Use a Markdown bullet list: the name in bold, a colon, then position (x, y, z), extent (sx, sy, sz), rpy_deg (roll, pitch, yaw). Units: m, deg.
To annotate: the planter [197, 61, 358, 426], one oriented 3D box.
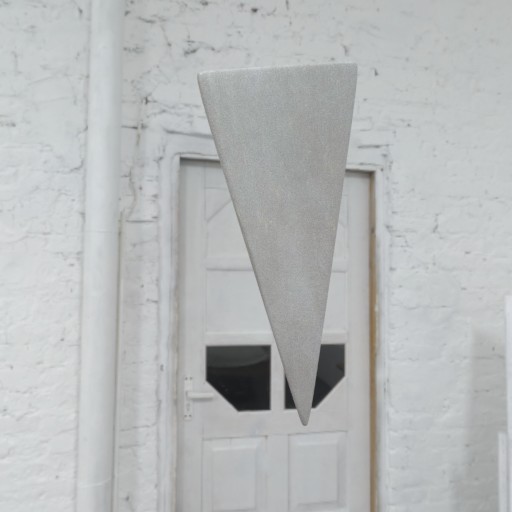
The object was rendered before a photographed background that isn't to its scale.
- **planter**: position (0.000, 0.000, 0.159), extent (0.047, 0.130, 0.058), rpy_deg (1, -2, -34)
